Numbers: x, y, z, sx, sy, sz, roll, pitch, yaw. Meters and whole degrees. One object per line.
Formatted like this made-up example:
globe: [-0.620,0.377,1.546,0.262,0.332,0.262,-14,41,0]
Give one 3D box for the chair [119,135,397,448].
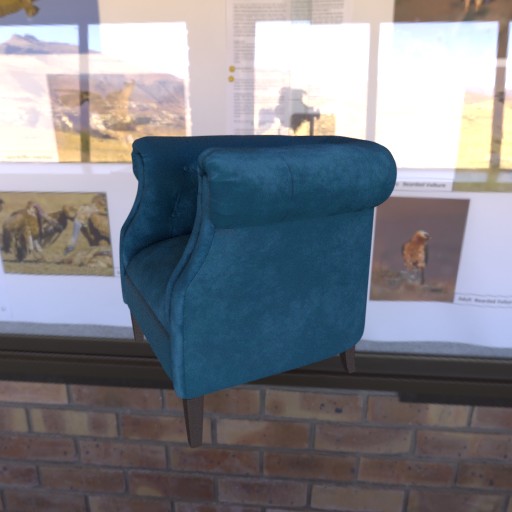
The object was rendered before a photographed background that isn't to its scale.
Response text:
chair: [0.000,0.000,1.599,0.851,0.826,0.904,-9,20,-26]
